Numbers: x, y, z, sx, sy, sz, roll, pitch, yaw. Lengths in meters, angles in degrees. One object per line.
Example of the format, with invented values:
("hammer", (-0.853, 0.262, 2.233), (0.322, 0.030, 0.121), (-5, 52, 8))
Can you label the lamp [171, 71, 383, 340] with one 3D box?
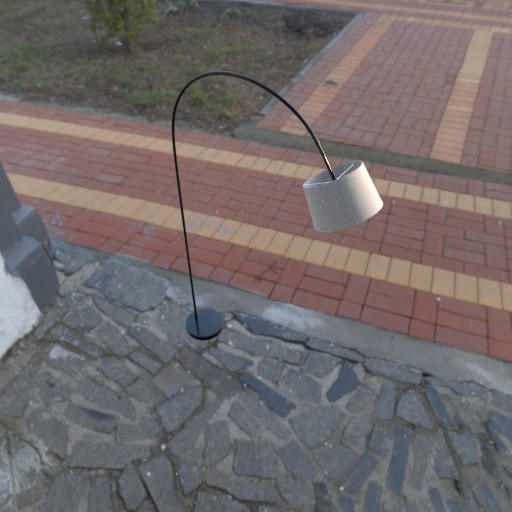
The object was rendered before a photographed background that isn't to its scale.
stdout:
("lamp", (0.000, 0.000, 2.673), (1.363, 2.104, 0.331), (27, 48, 27))
